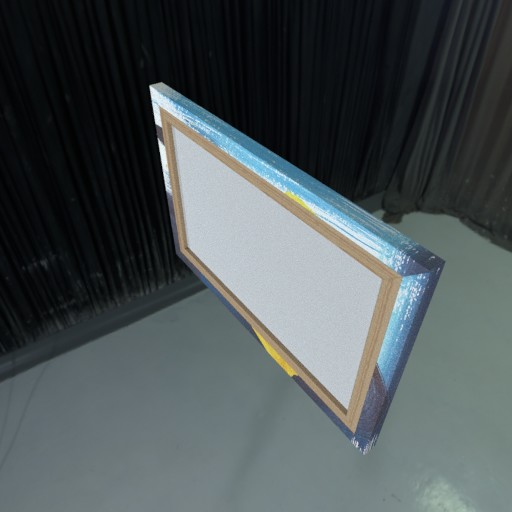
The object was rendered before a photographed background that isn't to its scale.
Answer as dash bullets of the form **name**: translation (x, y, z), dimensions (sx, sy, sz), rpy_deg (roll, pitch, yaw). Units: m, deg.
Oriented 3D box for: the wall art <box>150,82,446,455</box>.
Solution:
- **wall art**: translation (0.000, 0.000, 1.141), dimensions (0.039, 0.610, 0.914), rpy_deg (-26, 48, -27)
